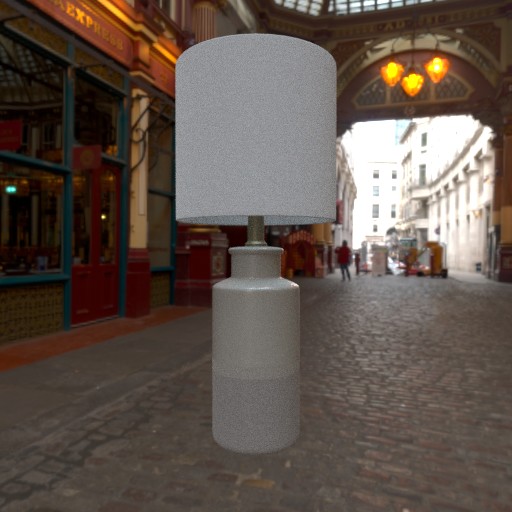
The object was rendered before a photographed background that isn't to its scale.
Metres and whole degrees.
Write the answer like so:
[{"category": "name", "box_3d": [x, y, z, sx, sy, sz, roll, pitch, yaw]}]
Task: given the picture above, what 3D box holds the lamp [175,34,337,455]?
[{"category": "lamp", "box_3d": [0.000, 0.000, 0.597, 0.212, 0.493, 0.212, 0, 1, 18]}]
